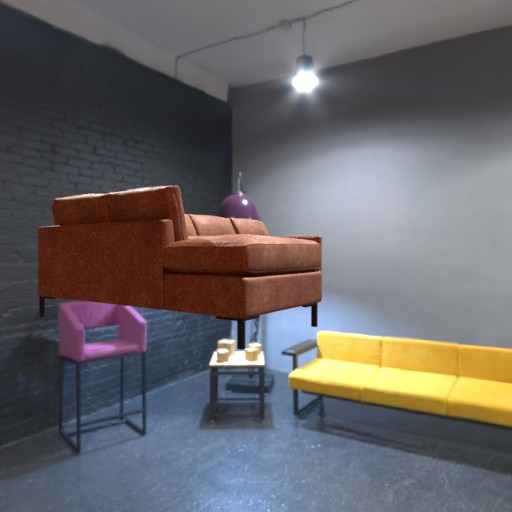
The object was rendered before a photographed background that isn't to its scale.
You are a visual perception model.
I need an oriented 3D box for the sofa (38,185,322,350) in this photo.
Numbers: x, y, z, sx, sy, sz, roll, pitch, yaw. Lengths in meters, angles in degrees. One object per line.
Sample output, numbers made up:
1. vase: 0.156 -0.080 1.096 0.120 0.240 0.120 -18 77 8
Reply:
1. sofa: 0.000 0.000 3.917 1.938 0.877 2.984 1 1 35
